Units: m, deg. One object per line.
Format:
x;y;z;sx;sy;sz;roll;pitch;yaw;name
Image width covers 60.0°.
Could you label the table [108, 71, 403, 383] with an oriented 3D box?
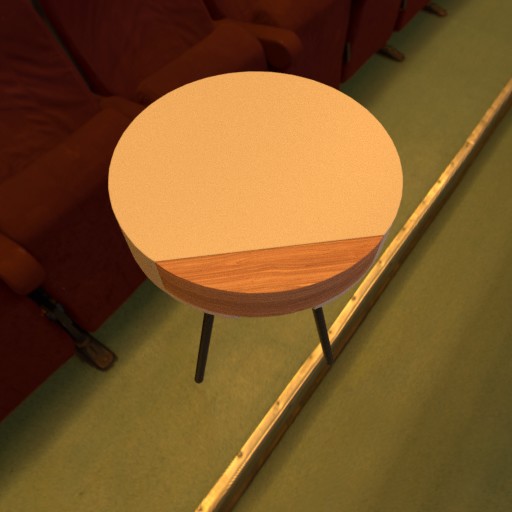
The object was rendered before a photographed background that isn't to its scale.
0.000;0.000;0.882;0.450;0.525;0.450;0;58;0;table
